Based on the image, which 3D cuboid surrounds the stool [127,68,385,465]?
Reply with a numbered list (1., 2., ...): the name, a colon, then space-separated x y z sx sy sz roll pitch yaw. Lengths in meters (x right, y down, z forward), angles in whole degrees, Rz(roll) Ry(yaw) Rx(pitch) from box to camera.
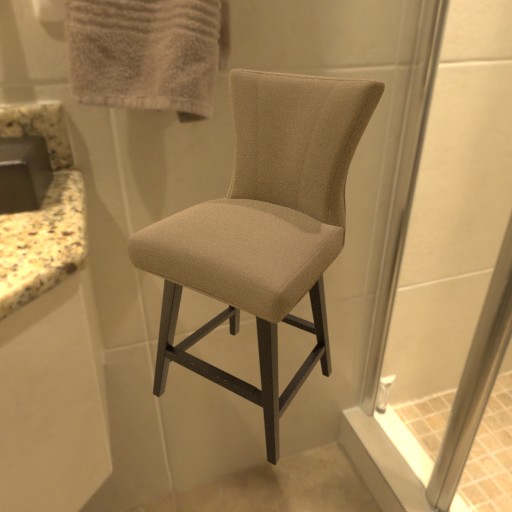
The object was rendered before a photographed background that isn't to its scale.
1. stool: 0.000 0.000 1.362 0.514 1.000 0.574 18 34 29
